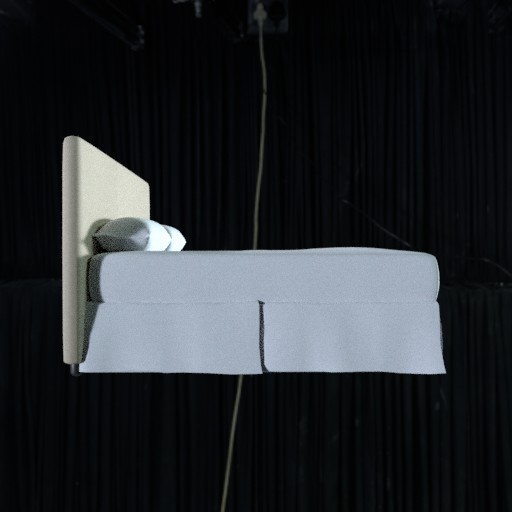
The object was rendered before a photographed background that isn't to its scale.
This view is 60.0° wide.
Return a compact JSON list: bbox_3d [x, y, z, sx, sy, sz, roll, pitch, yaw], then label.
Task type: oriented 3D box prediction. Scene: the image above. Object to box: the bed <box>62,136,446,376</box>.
[{"bbox_3d":[0.000,0.000,3.247,2.142,1.330,1.723,0,0,-1],"label":"bed"}]
